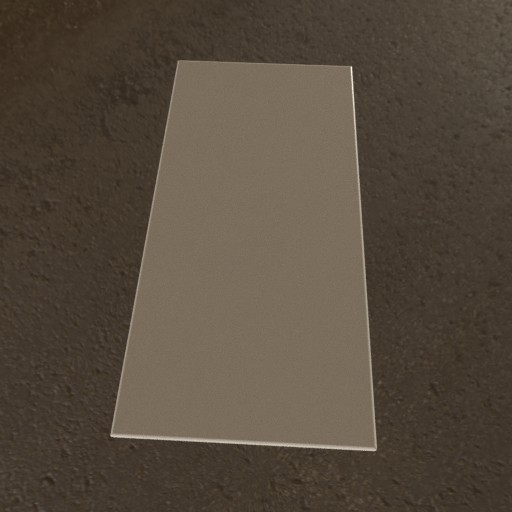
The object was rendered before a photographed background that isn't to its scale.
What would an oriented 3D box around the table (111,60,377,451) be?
[{"bbox_3d":[0.000,0.000,1.380,0.550,0.510,1.107,3,64,1],"label":"table"}]
